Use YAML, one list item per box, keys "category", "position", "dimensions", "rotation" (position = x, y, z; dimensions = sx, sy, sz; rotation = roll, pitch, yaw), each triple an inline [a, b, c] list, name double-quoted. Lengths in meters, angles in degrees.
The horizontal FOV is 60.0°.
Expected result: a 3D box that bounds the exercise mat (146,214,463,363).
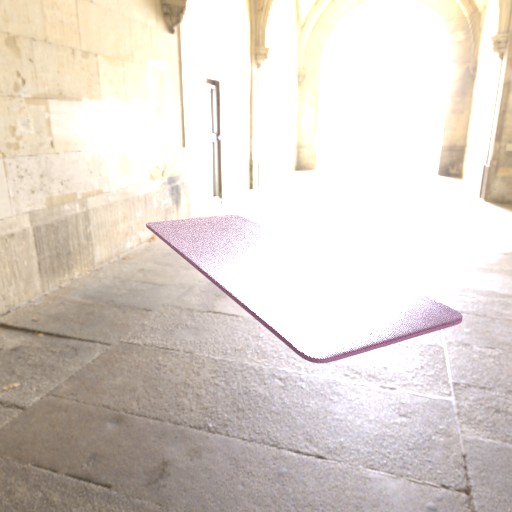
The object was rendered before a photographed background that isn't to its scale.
- category: "exercise mat"
  position: [0.000, 0.000, 2.092]
  dimensions: [0.616, 0.021, 1.869]
  rotation: [-8, 19, -26]
